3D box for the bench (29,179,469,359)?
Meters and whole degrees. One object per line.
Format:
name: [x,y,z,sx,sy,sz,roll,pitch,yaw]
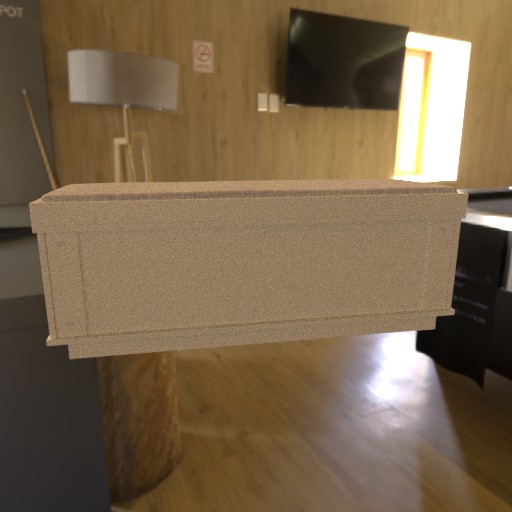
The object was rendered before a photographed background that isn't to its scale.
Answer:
bench: [0.000,0.000,1.412,1.196,0.453,0.363,-3,15,-10]
